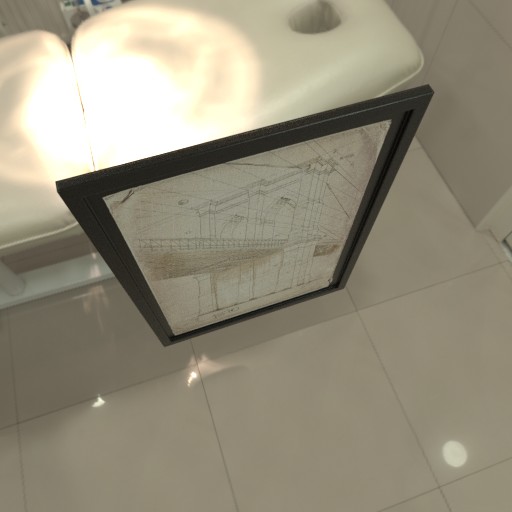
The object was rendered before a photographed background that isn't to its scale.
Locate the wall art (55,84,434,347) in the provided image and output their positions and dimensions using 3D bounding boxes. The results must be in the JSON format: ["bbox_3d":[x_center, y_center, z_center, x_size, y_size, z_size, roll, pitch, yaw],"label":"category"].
[{"bbox_3d":[0.000,0.000,0.832,0.480,0.657,0.016,-17,64,-8],"label":"wall art"}]
